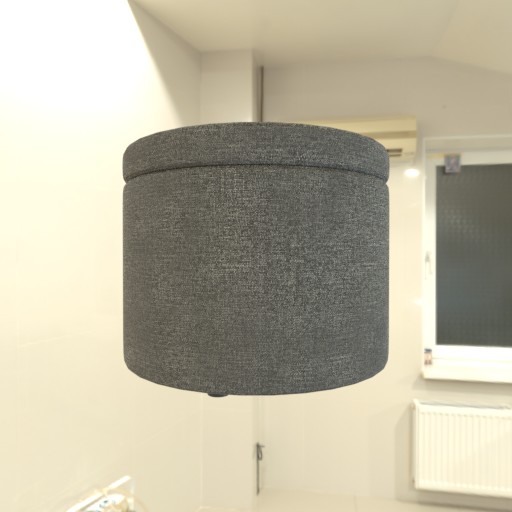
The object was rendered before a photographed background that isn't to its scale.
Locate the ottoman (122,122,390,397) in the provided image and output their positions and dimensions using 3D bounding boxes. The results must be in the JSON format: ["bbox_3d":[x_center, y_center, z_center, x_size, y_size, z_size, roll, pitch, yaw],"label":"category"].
[{"bbox_3d":[0.000,0.000,0.869,0.500,0.419,0.500,0,1,0],"label":"ottoman"}]
